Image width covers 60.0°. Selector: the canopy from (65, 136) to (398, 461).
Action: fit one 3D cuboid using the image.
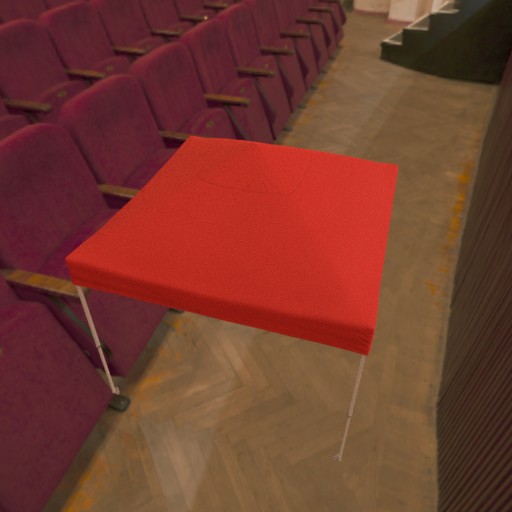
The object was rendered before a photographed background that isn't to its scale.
[{"bbox_3d":[0.000,0.000,5.527,2.996,2.997,2.998,11,41,14],"label":"canopy"}]
